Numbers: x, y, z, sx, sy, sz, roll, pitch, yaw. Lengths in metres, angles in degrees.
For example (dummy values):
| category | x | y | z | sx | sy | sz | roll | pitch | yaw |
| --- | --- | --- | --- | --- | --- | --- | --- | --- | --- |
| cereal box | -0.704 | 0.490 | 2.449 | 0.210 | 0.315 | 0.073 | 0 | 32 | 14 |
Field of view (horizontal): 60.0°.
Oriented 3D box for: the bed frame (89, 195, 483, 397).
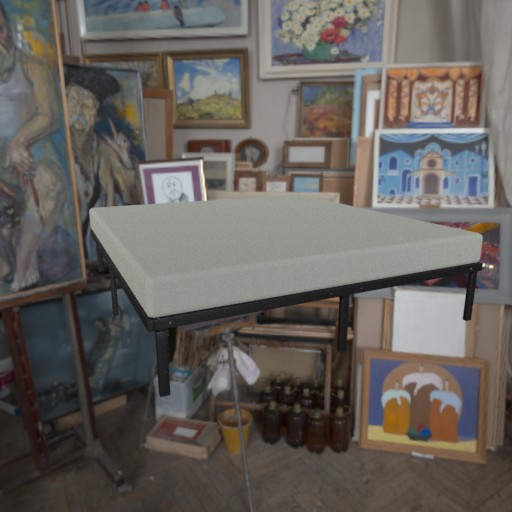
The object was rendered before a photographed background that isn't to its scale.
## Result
| category | x | y | z | sx | sy | sz | roll | pitch | yaw |
| --- | --- | --- | --- | --- | --- | --- | --- | --- | --- |
| bed frame | 0.000 | 0.000 | 3.967 | 2.526 | 0.680 | 2.635 | -7 | 16 | -25 |
